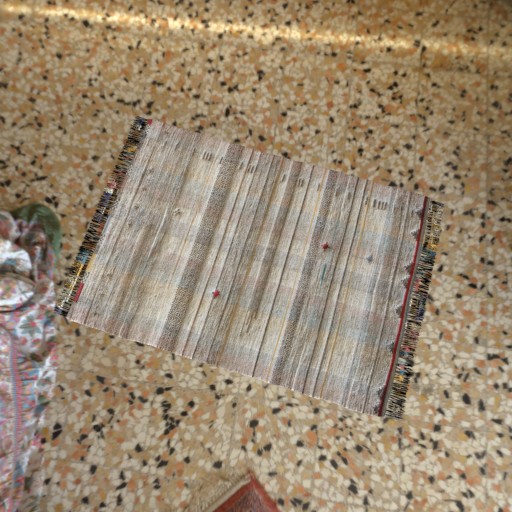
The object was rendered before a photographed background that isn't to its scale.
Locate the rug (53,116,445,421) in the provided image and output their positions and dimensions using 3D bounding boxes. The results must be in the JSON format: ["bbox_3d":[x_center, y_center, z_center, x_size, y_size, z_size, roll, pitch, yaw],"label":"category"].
[{"bbox_3d":[0.000,0.000,2.355,1.848,0.012,1.217,17,76,4],"label":"rug"}]
